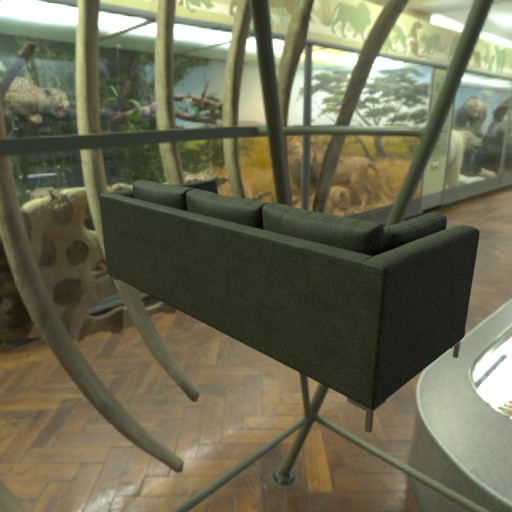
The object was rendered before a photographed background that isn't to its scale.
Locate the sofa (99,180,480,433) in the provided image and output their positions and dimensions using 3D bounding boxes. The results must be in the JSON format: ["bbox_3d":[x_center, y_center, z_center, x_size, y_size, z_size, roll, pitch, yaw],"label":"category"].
[{"bbox_3d":[0.000,0.000,2.914,0.969,0.867,2.415,-16,23,-42],"label":"sofa"}]
